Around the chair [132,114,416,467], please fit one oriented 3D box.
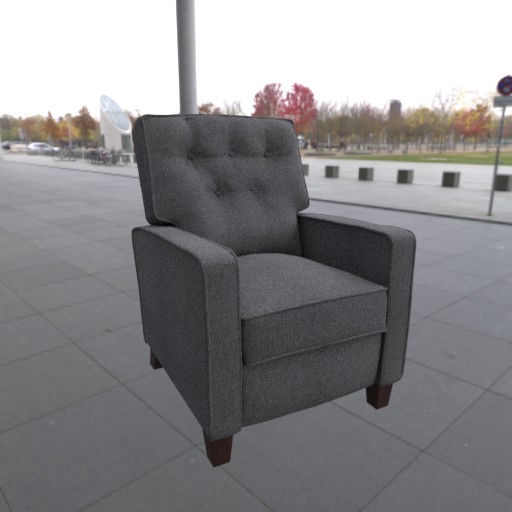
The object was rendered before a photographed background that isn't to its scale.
[{"bbox_3d":[0.000,0.000,1.422,0.650,0.889,0.775,-7,16,-27],"label":"chair"}]
